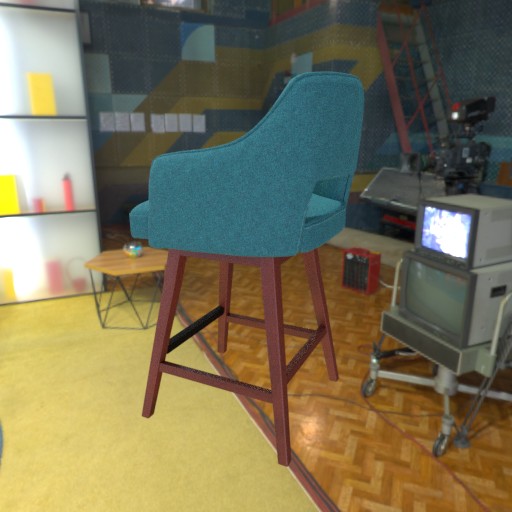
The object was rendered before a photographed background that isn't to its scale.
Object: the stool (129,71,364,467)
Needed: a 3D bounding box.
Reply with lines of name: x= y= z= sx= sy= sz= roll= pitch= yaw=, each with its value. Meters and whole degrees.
stool: x=0.000 y=0.000 z=1.301 sx=0.556 sy=0.961 sz=0.548 roll=8 pitch=18 yaw=25
